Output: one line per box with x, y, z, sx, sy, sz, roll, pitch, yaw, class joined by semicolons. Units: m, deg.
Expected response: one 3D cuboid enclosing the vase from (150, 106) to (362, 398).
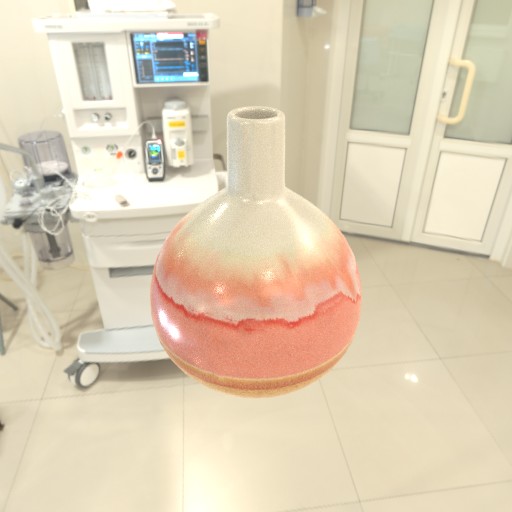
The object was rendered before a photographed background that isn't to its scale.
0.000;0.000;0.278;0.137;0.176;0.137;0;32;0;vase
